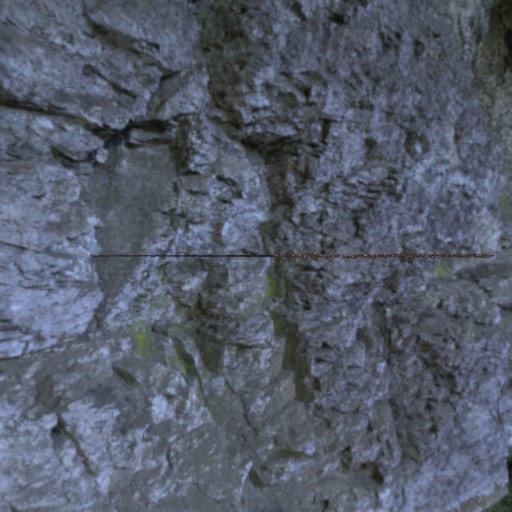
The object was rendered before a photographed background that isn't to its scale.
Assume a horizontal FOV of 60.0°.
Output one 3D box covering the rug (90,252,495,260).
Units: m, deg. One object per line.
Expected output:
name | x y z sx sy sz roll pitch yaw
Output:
rug | 0.000 0.000 2.444 1.224 0.027 2.021 0 0 -37
